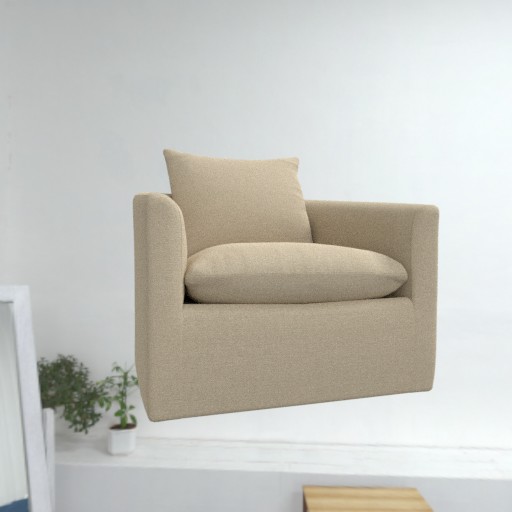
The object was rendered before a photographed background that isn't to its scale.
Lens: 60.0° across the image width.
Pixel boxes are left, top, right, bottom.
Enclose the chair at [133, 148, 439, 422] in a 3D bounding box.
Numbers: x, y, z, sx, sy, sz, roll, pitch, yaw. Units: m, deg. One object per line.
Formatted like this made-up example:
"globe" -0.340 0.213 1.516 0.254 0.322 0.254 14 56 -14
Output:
"chair" 0.000 0.000 1.578 0.845 0.848 0.910 0 0 -18
